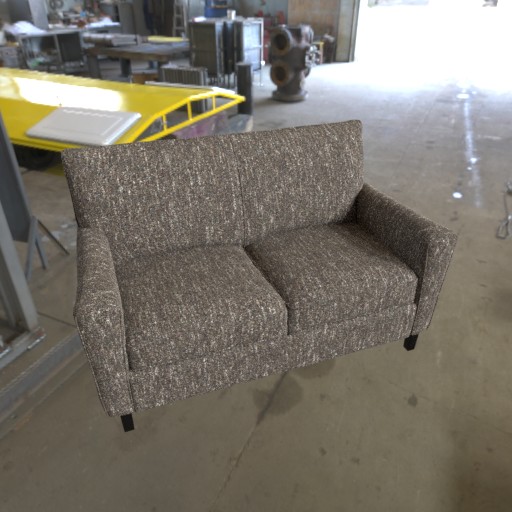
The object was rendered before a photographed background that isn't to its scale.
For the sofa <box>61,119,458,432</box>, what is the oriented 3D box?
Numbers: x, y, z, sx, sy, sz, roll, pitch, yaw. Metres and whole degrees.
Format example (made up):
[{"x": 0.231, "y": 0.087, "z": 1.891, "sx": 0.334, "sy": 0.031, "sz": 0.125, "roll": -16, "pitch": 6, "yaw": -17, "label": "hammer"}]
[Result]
[{"x": 0.000, "y": 0.000, "z": 2.015, "sx": 1.519, "sy": 0.946, "sz": 0.801, "roll": -11, "pitch": 33, "yaw": -17, "label": "sofa"}]
